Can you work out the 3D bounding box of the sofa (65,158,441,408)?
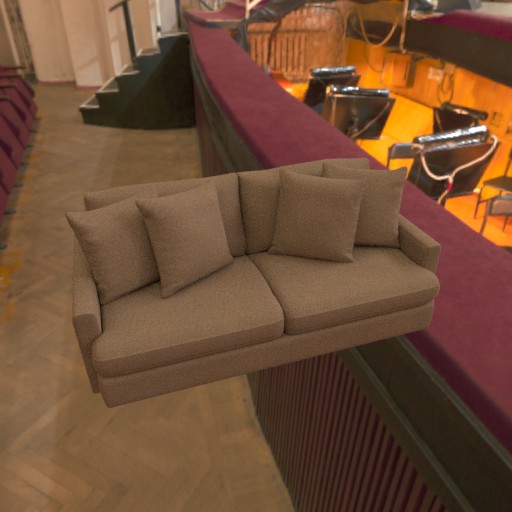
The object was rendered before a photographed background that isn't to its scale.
[{"bbox_3d":[0.000,0.000,3.093,2.380,1.084,1.228,-10,34,-15],"label":"sofa"}]
